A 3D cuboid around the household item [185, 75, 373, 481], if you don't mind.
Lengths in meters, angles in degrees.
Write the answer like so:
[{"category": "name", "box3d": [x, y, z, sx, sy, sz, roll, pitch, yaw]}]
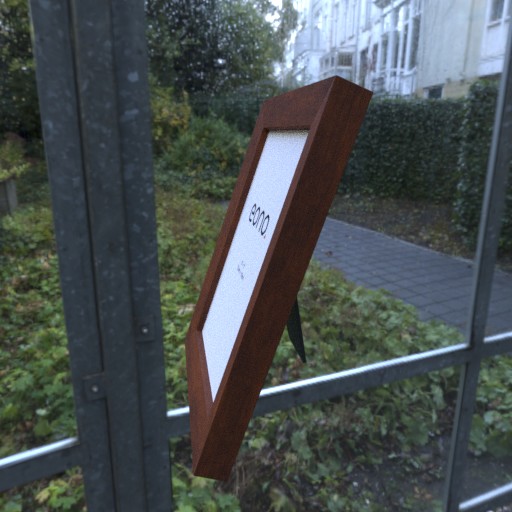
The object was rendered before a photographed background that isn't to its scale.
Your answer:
[{"category": "household item", "box3d": [0.000, 0.000, 0.291, 0.096, 0.204, 0.160, -3, 16, -10]}]
